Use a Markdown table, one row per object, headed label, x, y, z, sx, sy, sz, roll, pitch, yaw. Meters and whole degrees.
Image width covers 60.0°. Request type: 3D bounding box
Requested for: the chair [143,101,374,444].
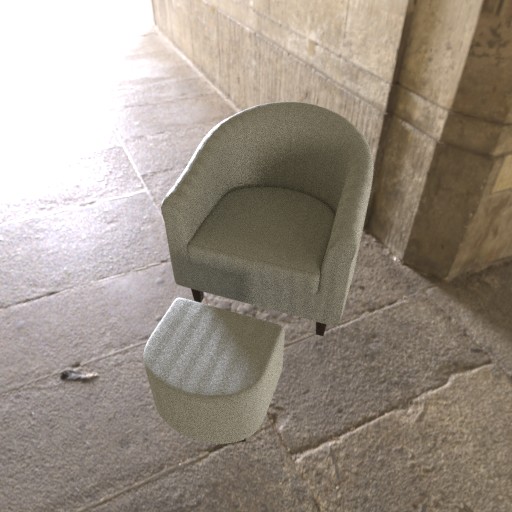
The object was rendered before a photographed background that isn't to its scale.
| label | x | y | z | sx | sy | sz | roll | pitch | yaw |
| --- | --- | --- | --- | --- | --- | --- | --- | --- | --- |
| chair | 0.000 | 0.000 | 1.749 | 0.756 | 0.757 | 1.288 | 13 | 43 | 15 |
